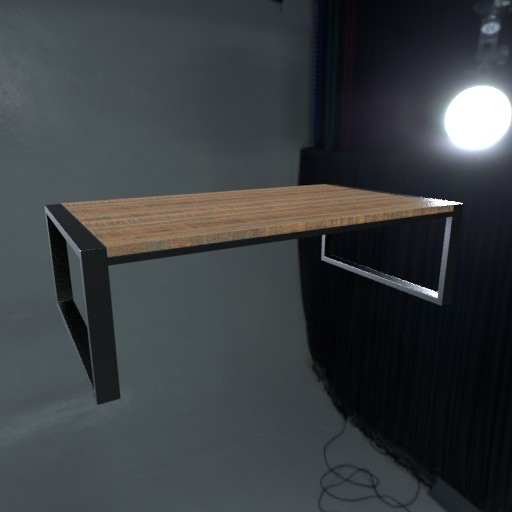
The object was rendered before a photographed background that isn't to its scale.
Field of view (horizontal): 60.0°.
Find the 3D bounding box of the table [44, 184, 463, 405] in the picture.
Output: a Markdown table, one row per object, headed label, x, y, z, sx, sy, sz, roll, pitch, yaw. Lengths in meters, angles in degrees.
| label | x | y | z | sx | sy | sz | roll | pitch | yaw |
| --- | --- | --- | --- | --- | --- | --- | --- | --- | --- |
| table | 0.000 | 0.000 | 1.687 | 1.350 | 0.400 | 0.750 | -9 | 18 | -29 |
